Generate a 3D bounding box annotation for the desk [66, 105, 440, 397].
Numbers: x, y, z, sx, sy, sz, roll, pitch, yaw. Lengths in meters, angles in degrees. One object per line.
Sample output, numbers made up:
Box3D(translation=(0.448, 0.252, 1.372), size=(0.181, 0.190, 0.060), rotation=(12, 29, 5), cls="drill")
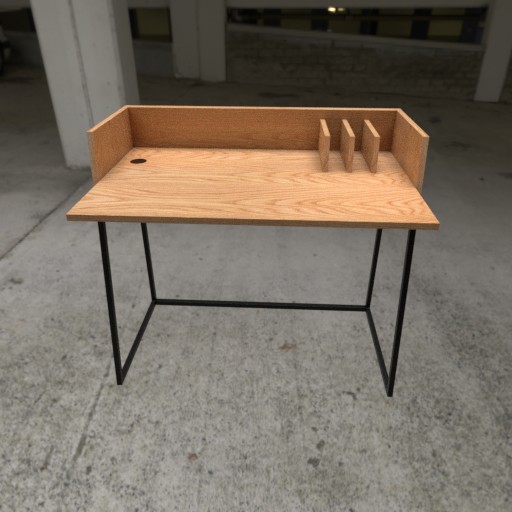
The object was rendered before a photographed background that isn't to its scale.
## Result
Box3D(translation=(0.000, 0.000, 1.865), size=(1.191, 1.061, 0.769), rotation=(2, 30, 3), cls="desk")
